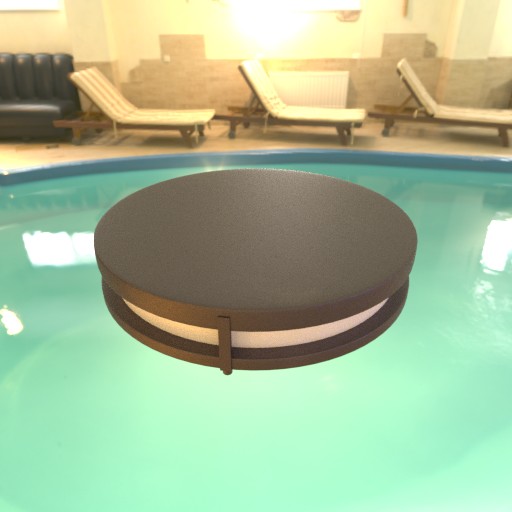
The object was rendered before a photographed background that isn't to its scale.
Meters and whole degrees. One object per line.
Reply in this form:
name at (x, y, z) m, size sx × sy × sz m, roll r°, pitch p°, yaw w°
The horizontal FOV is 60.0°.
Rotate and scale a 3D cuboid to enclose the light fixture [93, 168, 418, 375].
light fixture at (0.000, 0.000, 0.532) m, size 0.356 × 0.102 × 0.356 m, roll 0°, pitch 29°, yaw 0°
